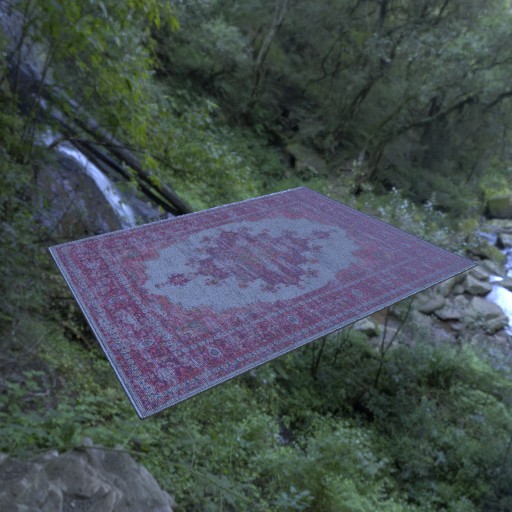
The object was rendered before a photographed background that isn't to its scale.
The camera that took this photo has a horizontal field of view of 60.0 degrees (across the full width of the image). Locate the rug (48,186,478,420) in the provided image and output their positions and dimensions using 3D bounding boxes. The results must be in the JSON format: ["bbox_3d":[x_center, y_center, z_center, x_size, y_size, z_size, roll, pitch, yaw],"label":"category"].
[{"bbox_3d":[0.000,0.000,4.060,3.123,0.017,2.447,-18,33,-29],"label":"rug"}]
